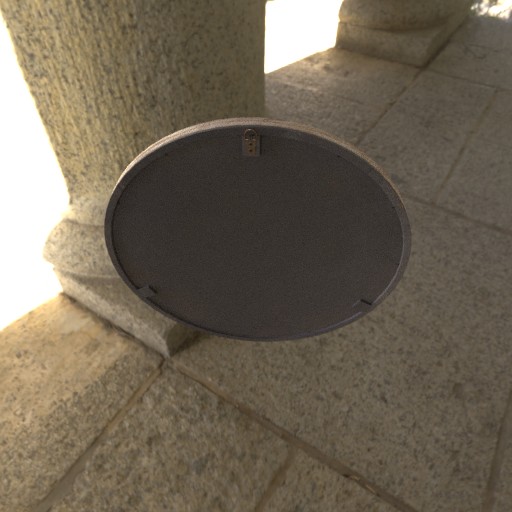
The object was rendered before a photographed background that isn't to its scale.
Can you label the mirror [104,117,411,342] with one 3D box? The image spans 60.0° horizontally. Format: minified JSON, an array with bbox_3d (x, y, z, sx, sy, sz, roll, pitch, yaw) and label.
[{"bbox_3d":[0.000,0.000,1.065,0.710,0.710,0.038,2,47,2],"label":"mirror"}]
